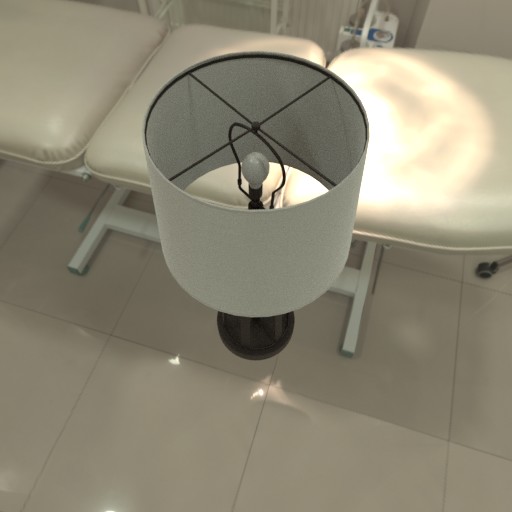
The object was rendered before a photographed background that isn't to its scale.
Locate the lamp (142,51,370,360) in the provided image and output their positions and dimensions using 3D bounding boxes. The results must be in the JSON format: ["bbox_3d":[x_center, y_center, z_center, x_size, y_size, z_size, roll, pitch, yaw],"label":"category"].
[{"bbox_3d":[0.000,0.000,0.649,0.251,0.509,0.251,0,59,0],"label":"lamp"}]
